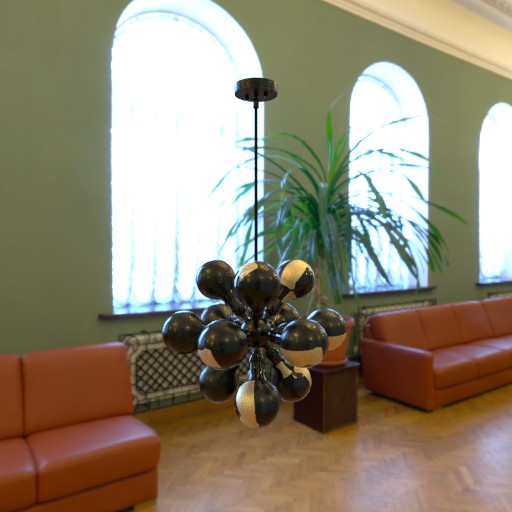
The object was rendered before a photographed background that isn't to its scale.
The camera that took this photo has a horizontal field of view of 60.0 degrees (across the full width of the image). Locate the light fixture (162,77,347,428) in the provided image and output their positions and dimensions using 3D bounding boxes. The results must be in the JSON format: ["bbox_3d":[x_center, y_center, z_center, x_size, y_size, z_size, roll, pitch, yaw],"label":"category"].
[{"bbox_3d":[0.000,0.000,1.123,0.420,0.859,0.468,-1,1,-36],"label":"light fixture"}]
